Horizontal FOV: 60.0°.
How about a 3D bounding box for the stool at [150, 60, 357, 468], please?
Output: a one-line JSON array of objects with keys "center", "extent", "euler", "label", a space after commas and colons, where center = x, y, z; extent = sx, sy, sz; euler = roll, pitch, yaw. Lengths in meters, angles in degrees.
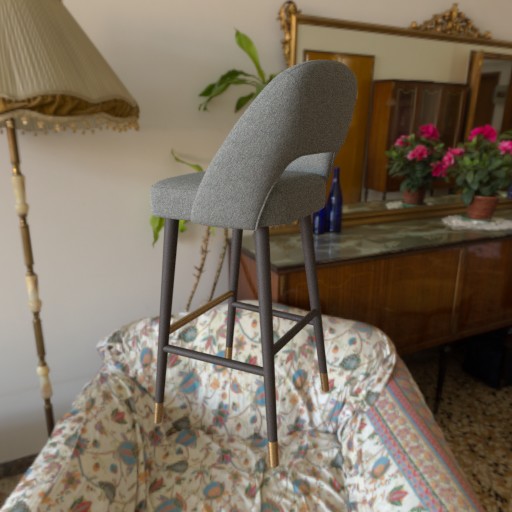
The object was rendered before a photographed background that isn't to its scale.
[{"center": [0.000, 0.000, 1.385], "extent": [0.524, 1.089, 0.536], "euler": [8, 18, 27], "label": "stool"}]
